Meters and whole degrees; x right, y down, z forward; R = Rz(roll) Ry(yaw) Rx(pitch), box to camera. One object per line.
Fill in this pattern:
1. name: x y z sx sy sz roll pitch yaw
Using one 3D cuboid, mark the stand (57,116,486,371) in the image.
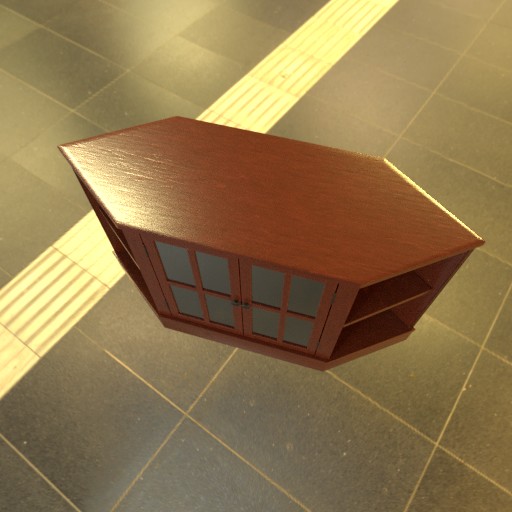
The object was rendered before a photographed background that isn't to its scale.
1. stand: 0.000 0.000 1.330 1.072 0.614 0.381 14 59 8
